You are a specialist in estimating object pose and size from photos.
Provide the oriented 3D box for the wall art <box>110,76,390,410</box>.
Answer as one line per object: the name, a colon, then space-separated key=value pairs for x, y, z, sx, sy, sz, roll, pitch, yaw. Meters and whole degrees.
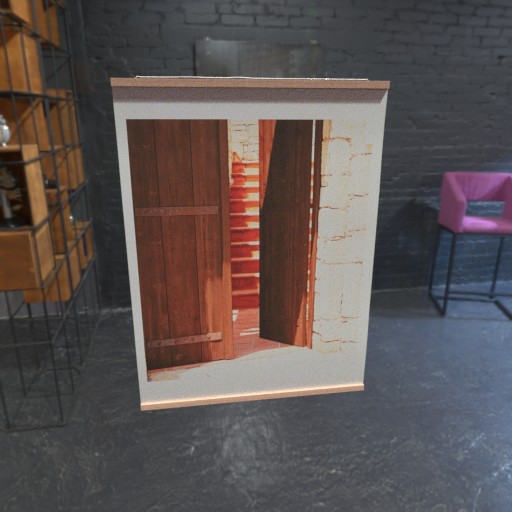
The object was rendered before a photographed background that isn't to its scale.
wall art: x=0.000 y=0.000 z=1.350 sx=0.758 sy=1.013 sz=0.020 roll=-3 pitch=18 yaw=-8
